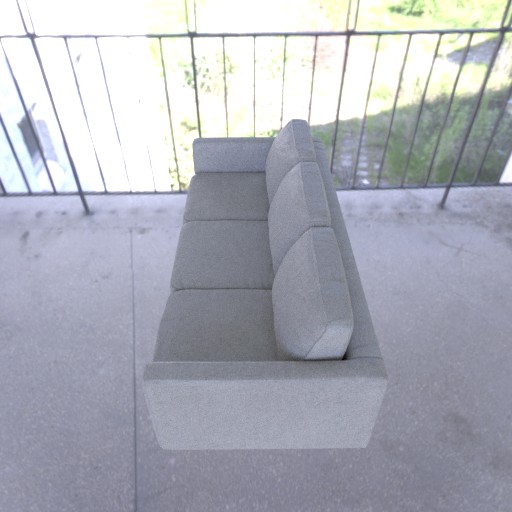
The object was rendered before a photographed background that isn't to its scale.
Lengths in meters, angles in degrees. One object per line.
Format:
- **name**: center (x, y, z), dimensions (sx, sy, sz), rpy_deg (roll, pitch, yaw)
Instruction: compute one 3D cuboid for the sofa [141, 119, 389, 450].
- **sofa**: center (0.000, 0.000, 2.505), dimensions (0.944, 0.918, 1.983), rpy_deg (0, 40, 0)
